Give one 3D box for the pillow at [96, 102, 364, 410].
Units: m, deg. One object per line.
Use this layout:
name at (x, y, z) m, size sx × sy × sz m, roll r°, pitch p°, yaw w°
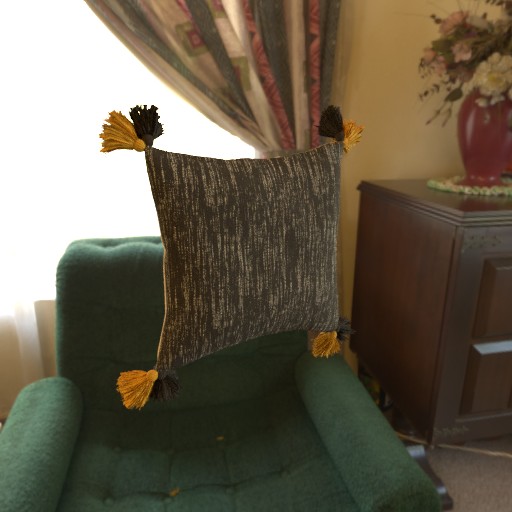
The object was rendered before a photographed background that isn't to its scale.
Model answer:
pillow at (0.000, 0.000, 0.997) m, size 0.654 × 0.659 × 0.139 m, roll -9°, pitch 18°, yaw -27°
